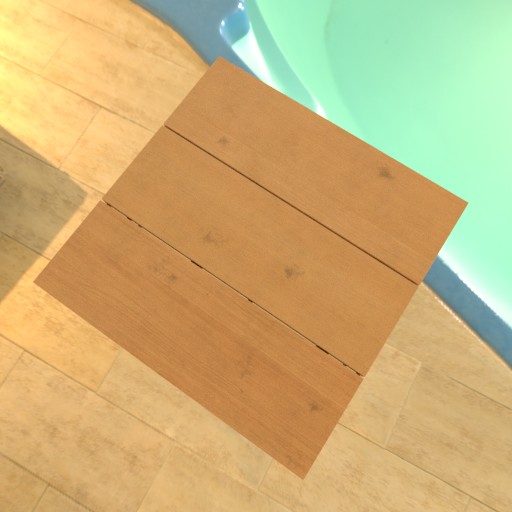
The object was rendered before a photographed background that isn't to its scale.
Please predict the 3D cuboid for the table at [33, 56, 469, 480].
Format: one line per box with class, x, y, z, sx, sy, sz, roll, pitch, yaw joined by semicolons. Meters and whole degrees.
table;0.000;0.000;1.747;1.100;0.400;1.100;33;78;8
